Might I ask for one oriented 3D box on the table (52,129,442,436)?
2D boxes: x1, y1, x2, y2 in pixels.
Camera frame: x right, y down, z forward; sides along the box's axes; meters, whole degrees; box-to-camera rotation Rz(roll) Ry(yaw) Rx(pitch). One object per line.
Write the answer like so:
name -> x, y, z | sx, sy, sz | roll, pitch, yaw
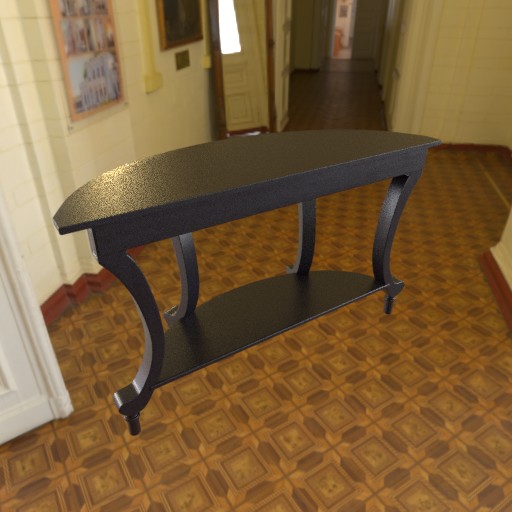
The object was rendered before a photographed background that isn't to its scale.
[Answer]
table -> 0.000, 0.000, 1.484 | 1.198, 0.692, 0.394 | -18, 34, -28
